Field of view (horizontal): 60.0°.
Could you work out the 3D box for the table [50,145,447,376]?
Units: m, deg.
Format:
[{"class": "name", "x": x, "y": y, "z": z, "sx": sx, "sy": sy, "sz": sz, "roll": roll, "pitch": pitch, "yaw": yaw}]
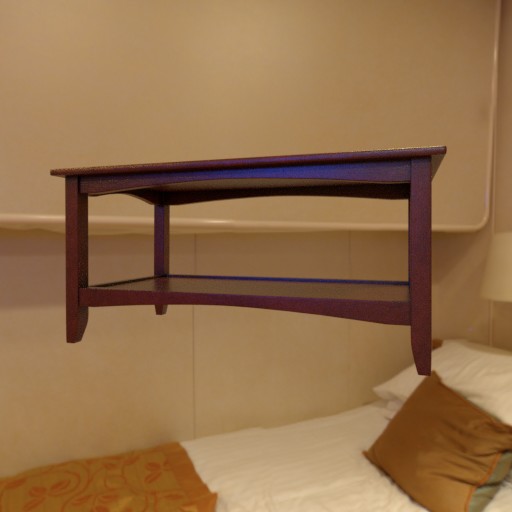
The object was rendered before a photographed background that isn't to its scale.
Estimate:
[{"class": "table", "x": 0.000, "y": 0.000, "z": 1.254, "sx": 0.943, "sy": 0.456, "sz": 0.533, "roll": 1, "pitch": 3, "yaw": 18}]
